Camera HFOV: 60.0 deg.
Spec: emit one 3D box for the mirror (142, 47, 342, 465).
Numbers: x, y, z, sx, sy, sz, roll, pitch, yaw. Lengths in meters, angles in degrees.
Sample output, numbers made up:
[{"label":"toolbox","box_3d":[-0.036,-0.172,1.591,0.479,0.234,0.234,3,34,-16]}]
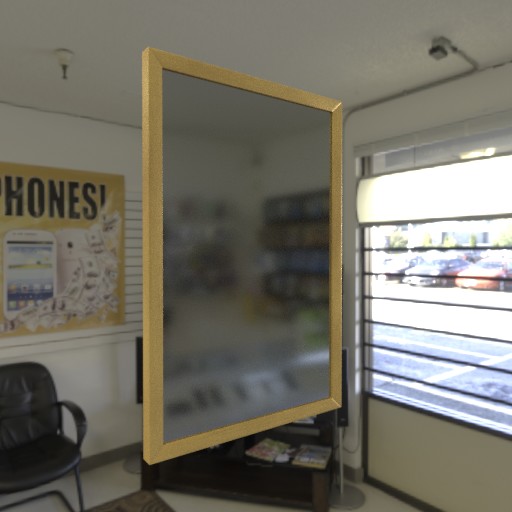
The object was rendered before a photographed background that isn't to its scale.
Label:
[{"label":"mirror","box_3d":[0.000,0.000,1.164,0.609,0.915,0.040,-1,1,-36]}]
